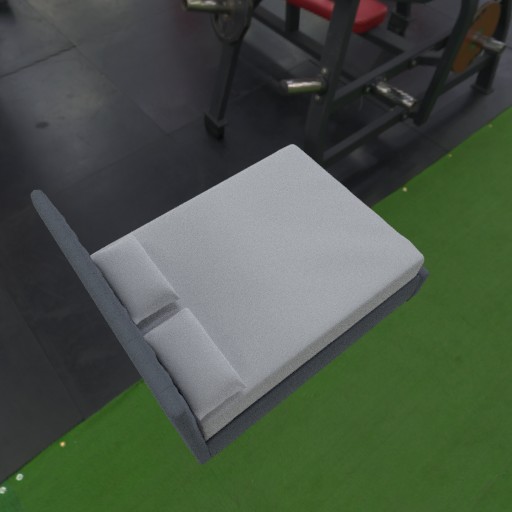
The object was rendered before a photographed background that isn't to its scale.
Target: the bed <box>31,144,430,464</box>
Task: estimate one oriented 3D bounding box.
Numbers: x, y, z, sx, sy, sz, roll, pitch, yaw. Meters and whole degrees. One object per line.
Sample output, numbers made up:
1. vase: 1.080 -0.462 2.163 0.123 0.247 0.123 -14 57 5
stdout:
1. bed: 0.000 0.000 3.286 2.231 1.427 1.698 -33 63 -19
